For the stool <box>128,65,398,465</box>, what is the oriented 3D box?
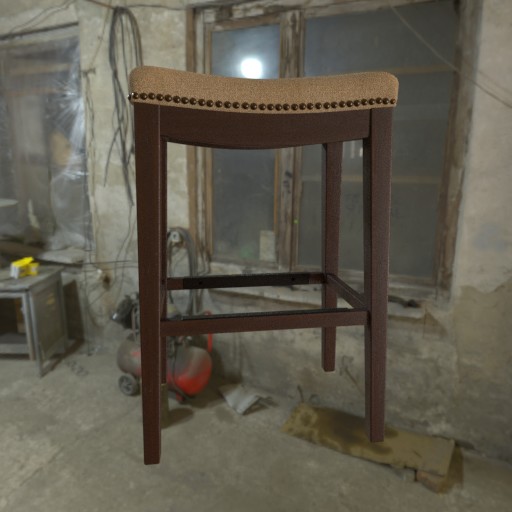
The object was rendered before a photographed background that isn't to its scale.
[{"bbox_3d":[0.000,0.000,1.018,0.509,0.768,0.363,-2,12,-9],"label":"stool"}]
